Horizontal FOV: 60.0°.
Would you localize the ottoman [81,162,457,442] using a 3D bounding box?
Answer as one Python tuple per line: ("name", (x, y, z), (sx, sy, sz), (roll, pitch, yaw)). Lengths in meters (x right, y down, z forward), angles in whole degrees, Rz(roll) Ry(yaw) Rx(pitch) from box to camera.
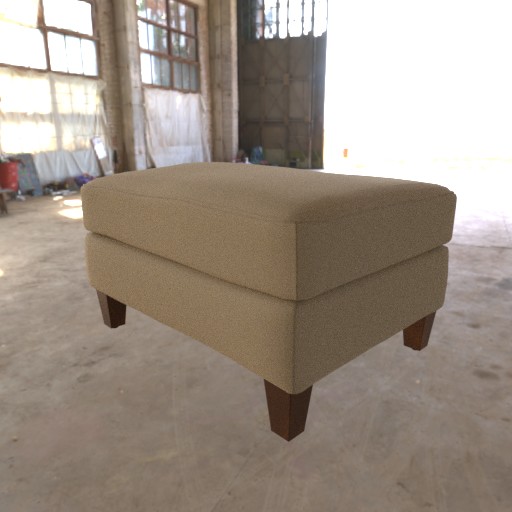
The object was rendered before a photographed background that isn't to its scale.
("ottoman", (0.000, 0.000, 1.204), (0.634, 0.485, 0.818), (-14, 21, -42))
